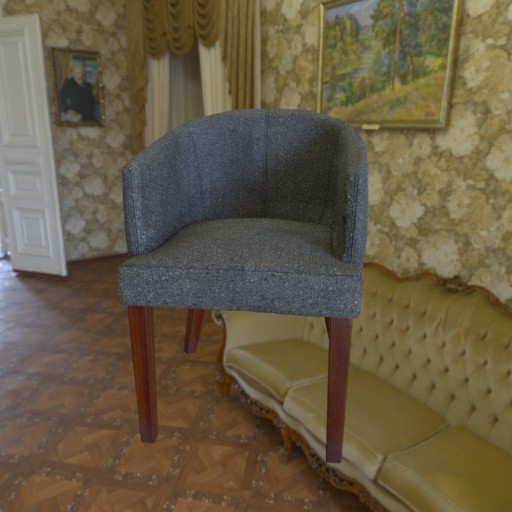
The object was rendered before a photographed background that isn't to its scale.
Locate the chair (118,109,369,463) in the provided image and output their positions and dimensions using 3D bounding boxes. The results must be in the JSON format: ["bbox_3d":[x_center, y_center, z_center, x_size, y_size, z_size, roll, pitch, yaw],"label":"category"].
[{"bbox_3d":[0.000,0.000,1.231,0.583,0.811,0.655,2,15,8],"label":"chair"}]
